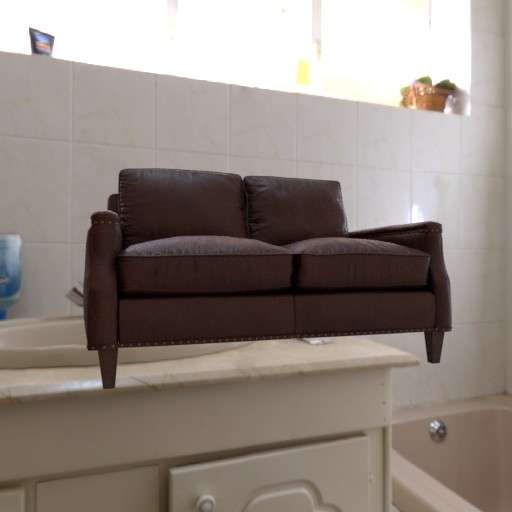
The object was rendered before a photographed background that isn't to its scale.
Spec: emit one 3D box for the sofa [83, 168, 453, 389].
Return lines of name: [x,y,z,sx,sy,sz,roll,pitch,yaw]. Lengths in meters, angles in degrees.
sofa: [0.000,0.000,2.321,1.628,1.003,1.083,0,-1,-17]
